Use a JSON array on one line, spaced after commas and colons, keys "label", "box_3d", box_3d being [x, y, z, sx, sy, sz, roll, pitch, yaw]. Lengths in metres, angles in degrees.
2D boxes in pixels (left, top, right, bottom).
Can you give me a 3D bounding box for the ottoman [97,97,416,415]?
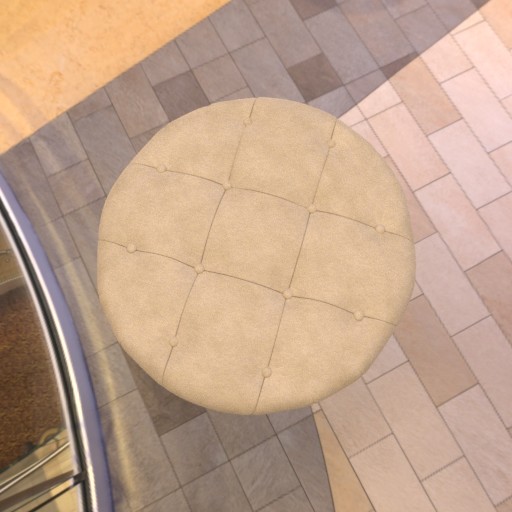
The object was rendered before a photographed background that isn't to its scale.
[{"label": "ottoman", "box_3d": [0.000, 0.000, 1.366, 0.901, 0.439, 0.901, 0, 76, 0]}]
